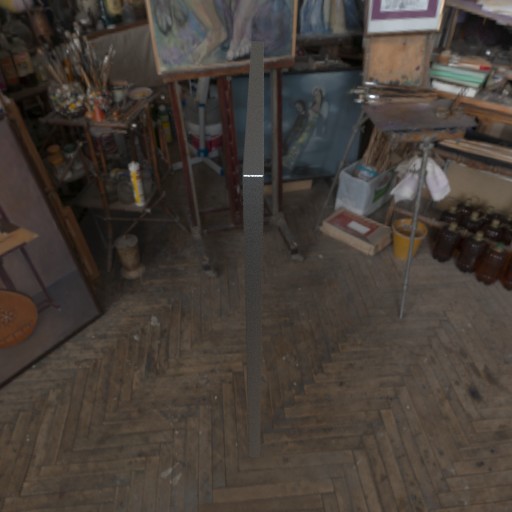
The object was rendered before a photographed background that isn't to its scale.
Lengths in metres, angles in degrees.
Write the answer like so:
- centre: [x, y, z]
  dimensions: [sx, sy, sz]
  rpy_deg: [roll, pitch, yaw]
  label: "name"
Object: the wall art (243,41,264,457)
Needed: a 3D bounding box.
- centre: [0.000, 0.000, 1.414]
  dimensions: [0.037, 1.062, 0.801]
  rpy_deg: [0, 41, 1]
  label: "wall art"
